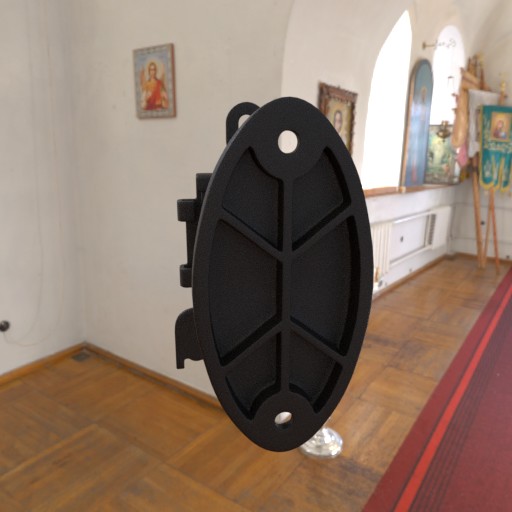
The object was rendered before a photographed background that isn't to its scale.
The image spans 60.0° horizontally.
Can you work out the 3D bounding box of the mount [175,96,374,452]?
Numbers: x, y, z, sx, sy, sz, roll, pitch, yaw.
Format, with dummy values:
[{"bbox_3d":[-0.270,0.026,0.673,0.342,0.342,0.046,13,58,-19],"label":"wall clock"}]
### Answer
[{"bbox_3d":[0.000,0.000,0.173,0.066,0.118,0.100,-2,14,-10],"label":"mount"}]
